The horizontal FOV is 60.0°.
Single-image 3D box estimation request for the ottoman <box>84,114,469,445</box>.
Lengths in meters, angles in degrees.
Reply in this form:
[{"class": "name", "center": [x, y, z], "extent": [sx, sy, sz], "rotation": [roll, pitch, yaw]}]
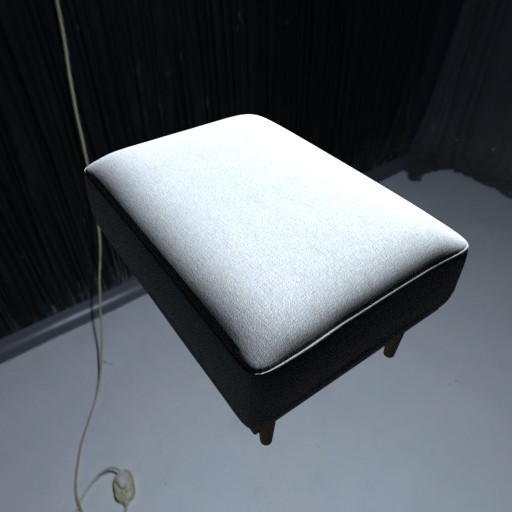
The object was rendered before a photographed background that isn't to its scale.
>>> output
[{"class": "ottoman", "center": [0.000, 0.000, 1.075], "extent": [0.549, 0.428, 0.749], "rotation": [-25, 47, -26]}]
